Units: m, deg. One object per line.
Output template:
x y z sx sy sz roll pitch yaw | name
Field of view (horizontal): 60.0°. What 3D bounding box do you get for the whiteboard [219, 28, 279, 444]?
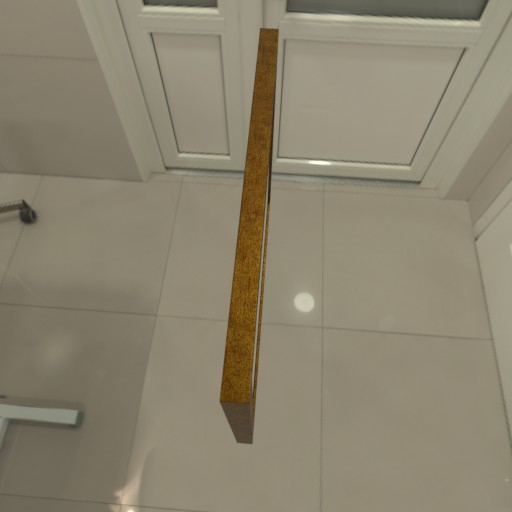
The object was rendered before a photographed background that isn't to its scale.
0.000 0.000 0.763 0.029 0.457 0.561 4 63 2 | whiteboard
